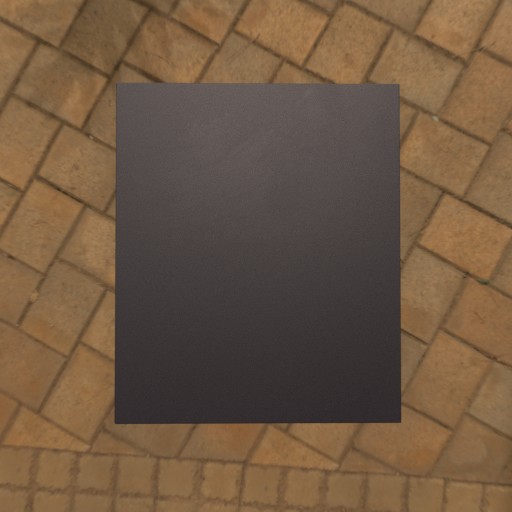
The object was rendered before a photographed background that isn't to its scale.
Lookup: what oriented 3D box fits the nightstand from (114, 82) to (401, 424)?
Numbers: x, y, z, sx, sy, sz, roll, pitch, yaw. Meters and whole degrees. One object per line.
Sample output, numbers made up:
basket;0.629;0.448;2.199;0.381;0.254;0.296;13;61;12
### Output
nightstand;0.000;0.000;0.934;0.402;0.623;0.479;0;89;-1
